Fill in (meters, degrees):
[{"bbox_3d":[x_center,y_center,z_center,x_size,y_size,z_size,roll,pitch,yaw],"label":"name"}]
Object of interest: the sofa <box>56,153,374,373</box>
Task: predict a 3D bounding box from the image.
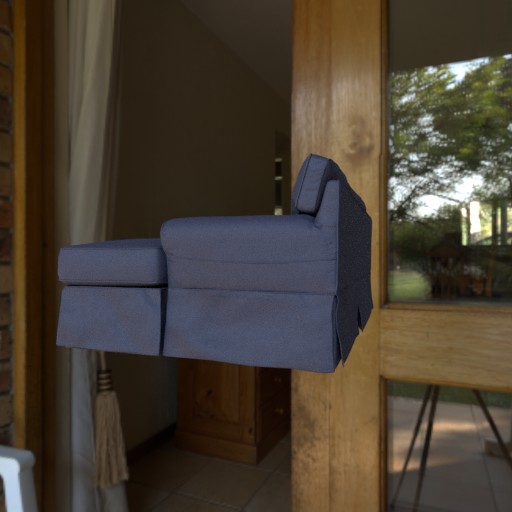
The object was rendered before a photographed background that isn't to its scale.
[{"bbox_3d":[0.000,0.000,3.404,1.637,1.039,2.518,0,0,18],"label":"sofa"}]
